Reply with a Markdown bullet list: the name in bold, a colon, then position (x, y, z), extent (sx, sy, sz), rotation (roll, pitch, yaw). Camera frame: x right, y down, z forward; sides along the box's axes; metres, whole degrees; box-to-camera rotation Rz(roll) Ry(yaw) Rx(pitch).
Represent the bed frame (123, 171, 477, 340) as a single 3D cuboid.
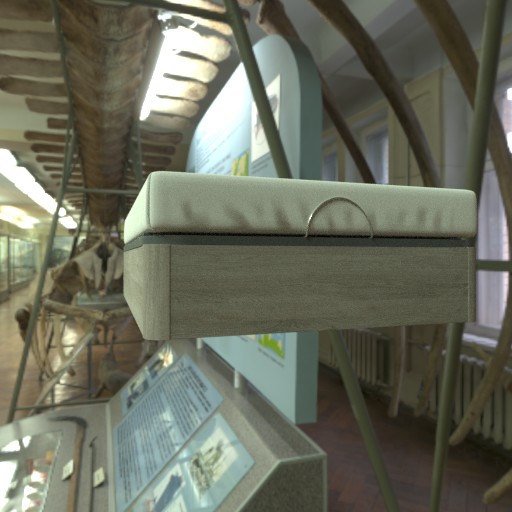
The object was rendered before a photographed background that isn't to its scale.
- **bed frame**: position (0.000, 0.000, 2.548), extent (1.400, 0.561, 1.900), rotation (0, 0, -19)
